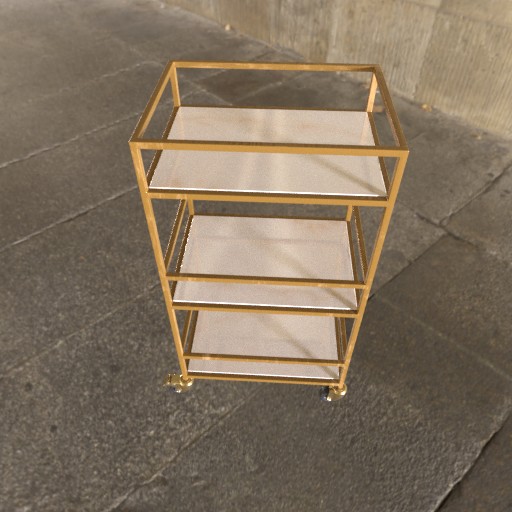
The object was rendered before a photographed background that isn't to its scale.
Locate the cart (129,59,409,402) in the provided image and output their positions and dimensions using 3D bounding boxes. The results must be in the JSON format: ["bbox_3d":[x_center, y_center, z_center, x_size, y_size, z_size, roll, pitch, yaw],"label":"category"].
[{"bbox_3d":[0.000,0.000,1.018,0.483,0.761,0.332,2,45,2],"label":"cart"}]
